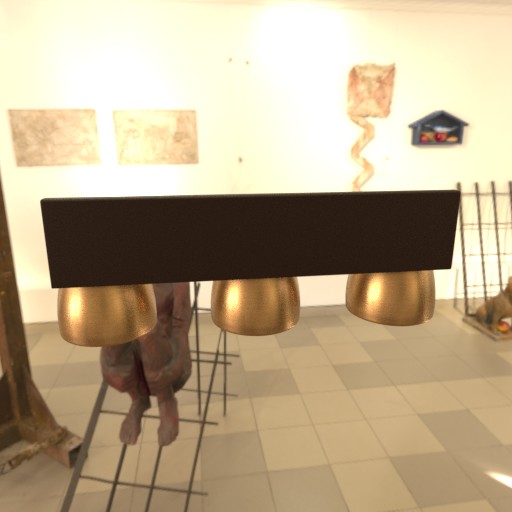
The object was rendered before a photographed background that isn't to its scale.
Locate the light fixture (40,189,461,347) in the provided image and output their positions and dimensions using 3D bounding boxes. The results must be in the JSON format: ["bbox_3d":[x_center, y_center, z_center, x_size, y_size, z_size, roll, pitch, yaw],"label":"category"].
[{"bbox_3d":[0.000,0.000,0.665,0.582,0.204,0.157,-2,16,-8],"label":"light fixture"}]
